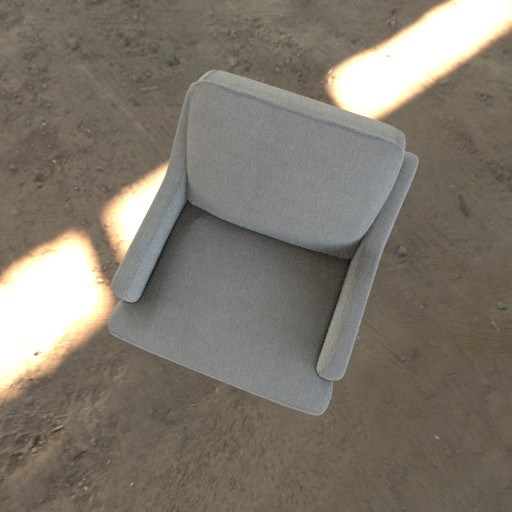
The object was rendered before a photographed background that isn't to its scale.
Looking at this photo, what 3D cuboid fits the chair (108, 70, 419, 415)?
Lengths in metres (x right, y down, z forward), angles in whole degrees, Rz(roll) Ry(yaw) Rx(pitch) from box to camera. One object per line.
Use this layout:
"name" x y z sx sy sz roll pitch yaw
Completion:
"chair" 0.000 0.000 1.584 0.826 0.821 0.892 20 75 5
